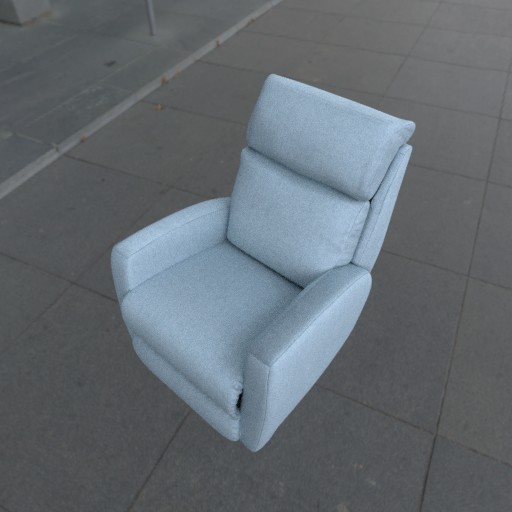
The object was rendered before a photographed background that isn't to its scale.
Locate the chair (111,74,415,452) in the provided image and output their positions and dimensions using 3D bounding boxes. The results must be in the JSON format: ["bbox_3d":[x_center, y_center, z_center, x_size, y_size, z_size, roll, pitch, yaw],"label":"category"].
[{"bbox_3d":[0.000,0.000,1.687,0.812,1.013,0.940,32,53,27],"label":"chair"}]
